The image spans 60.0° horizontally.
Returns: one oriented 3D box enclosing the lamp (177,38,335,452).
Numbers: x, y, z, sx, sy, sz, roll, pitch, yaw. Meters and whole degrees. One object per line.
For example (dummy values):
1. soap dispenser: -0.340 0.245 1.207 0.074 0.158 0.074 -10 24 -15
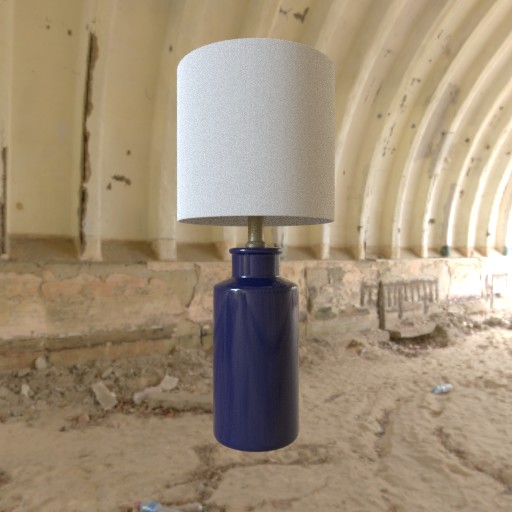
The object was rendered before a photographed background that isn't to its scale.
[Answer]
1. lamp: 0.000 0.000 0.606 0.212 0.493 0.212 0 0 19
